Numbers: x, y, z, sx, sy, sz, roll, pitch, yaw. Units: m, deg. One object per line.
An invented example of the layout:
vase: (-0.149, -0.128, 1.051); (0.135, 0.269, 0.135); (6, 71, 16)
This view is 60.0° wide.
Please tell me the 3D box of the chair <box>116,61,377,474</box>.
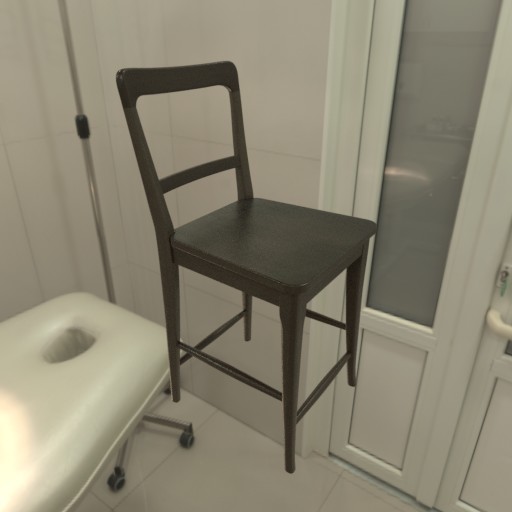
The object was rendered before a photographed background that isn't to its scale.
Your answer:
chair: (0.000, 0.000, 1.264); (0.546, 0.991, 0.450); (18, 32, 31)
